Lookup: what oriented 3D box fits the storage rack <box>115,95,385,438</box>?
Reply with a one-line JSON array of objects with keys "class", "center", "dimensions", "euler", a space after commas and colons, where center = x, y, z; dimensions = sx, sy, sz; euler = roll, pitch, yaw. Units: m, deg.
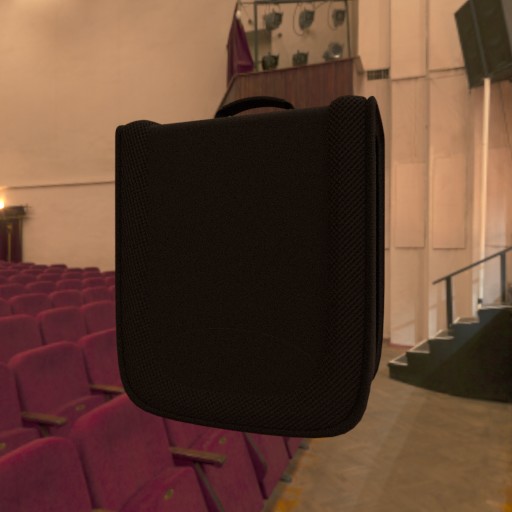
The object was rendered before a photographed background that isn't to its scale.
[{"class": "storage rack", "center": [0.000, 0.000, 0.547], "dimensions": [0.297, 0.387, 0.168], "euler": [0, 0, 20]}]
